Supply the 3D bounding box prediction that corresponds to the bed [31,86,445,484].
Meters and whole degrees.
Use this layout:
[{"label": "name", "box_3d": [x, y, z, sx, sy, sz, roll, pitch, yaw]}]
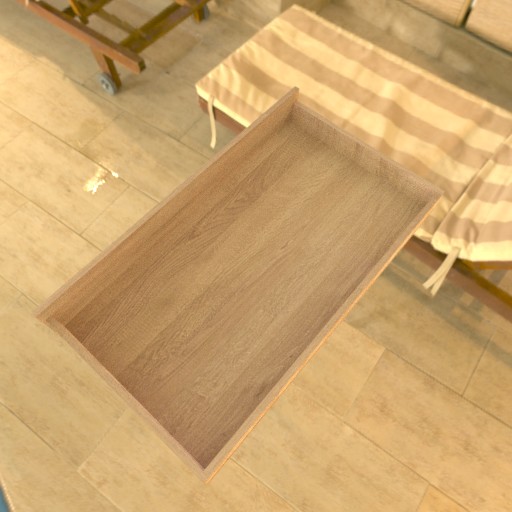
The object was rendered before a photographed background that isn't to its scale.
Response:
[{"label": "bed", "box_3d": [0.000, 0.000, 1.464, 0.685, 0.209, 1.200, 38, 69, 17]}]
